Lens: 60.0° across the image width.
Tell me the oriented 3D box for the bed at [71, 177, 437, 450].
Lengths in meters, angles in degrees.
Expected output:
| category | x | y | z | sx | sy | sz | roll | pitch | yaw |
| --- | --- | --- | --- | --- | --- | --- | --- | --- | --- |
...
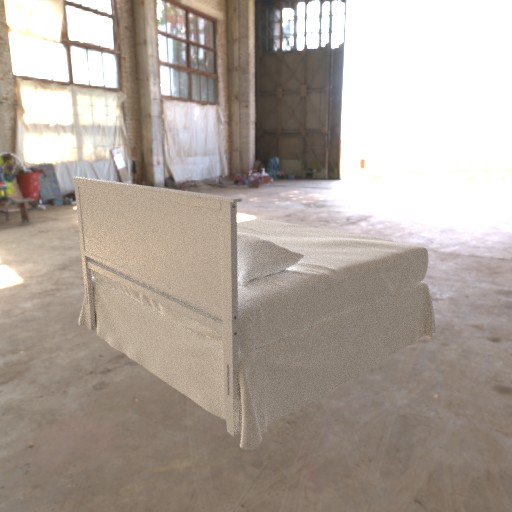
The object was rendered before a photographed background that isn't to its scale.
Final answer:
| category | x | y | z | sx | sy | sz | roll | pitch | yaw |
| --- | --- | --- | --- | --- | --- | --- | --- | --- | --- |
| bed | 0.000 | 0.000 | 3.622 | 2.215 | 1.273 | 2.317 | -12 | 19 | -41 |
